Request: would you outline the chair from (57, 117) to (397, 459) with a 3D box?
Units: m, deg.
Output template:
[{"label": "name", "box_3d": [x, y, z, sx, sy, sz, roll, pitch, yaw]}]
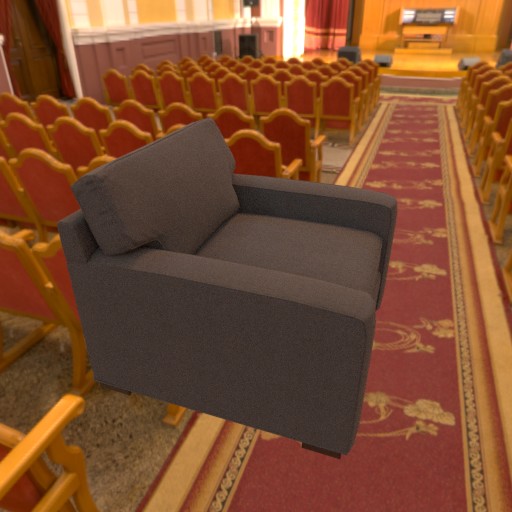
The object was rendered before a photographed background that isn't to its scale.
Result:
[{"label": "chair", "box_3d": [0.000, 0.000, 1.833, 1.043, 0.913, 0.997, 10, 31, 17]}]
